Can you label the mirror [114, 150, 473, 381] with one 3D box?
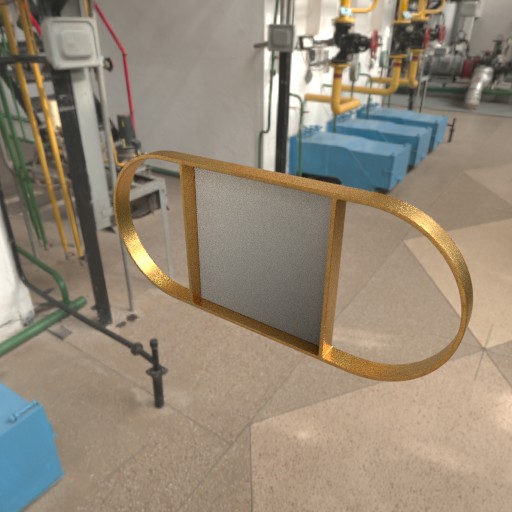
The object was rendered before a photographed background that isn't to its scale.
[{"bbox_3d":[0.000,0.000,0.649,0.584,0.254,0.032,18,33,30],"label":"mirror"}]
